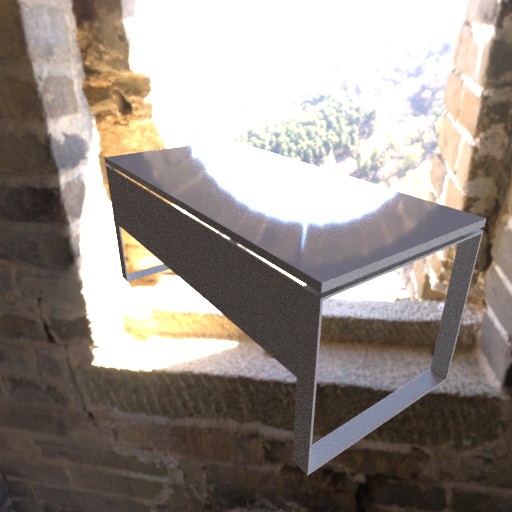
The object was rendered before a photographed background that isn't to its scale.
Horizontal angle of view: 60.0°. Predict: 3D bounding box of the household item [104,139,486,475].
[{"bbox_3d":[0.000,0.000,2.153,0.800,0.745,1.700,-18,31,-32],"label":"household item"}]
